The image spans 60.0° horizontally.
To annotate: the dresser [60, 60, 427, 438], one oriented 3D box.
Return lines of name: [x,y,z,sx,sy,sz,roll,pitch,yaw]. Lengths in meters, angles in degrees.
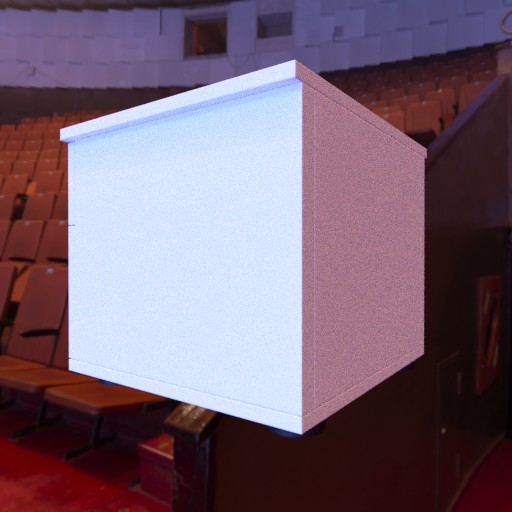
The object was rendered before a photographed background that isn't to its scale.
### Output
dresser: [0.000,0.000,0.693,0.400,0.360,0.430,0,1,36]
